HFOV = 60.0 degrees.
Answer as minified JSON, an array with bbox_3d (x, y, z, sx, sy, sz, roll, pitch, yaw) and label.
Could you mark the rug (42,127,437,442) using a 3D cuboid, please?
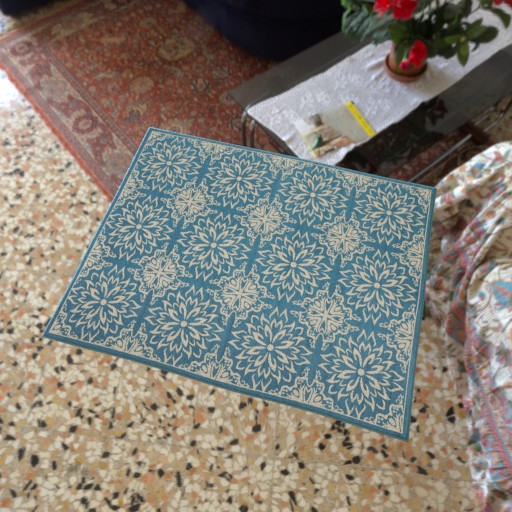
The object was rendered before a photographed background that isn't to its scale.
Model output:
[{"bbox_3d":[0.000,0.000,3.933,2.964,0.018,2.350,14,64,7],"label":"rug"}]
